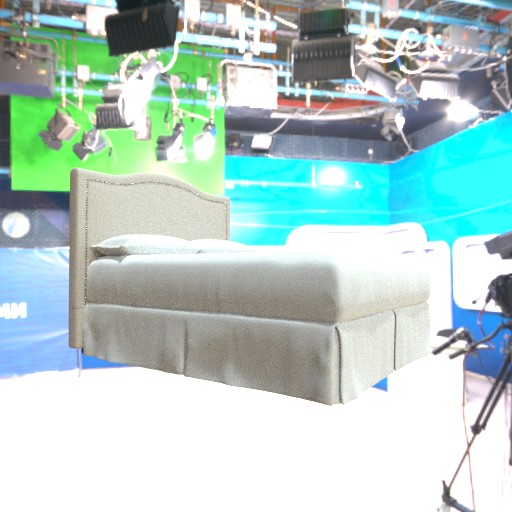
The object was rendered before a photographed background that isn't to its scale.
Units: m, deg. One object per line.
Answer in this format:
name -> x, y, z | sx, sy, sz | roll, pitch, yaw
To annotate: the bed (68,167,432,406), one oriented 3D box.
bed -> 0.000, 0.000, 3.316 | 2.143, 1.460, 1.753 | -1, -1, 36
